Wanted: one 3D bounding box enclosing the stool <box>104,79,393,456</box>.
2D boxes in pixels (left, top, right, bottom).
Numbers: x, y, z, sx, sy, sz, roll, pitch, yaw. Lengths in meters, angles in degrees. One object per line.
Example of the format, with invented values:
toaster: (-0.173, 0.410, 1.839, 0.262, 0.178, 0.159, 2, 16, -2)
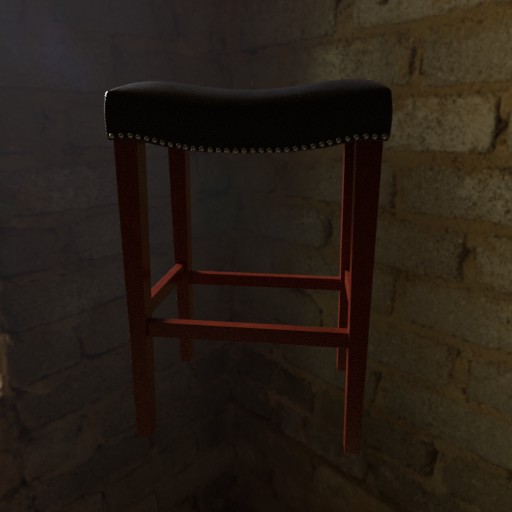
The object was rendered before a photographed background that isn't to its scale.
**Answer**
stool: (0.000, 0.000, 1.014, 0.504, 0.742, 0.372, 2, 17, 7)
